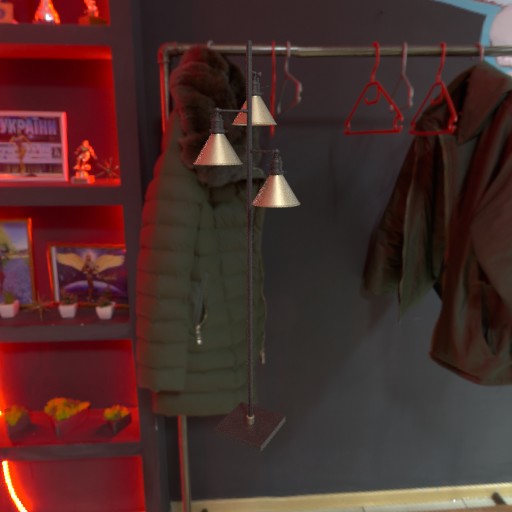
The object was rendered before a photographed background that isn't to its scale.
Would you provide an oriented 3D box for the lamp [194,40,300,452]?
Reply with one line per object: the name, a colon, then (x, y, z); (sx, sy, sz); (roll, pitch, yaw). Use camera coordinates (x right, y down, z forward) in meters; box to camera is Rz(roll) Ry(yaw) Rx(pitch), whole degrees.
lamp: (0.000, 0.000, 1.925); (0.415, 1.716, 0.428); (8, 17, 27)
